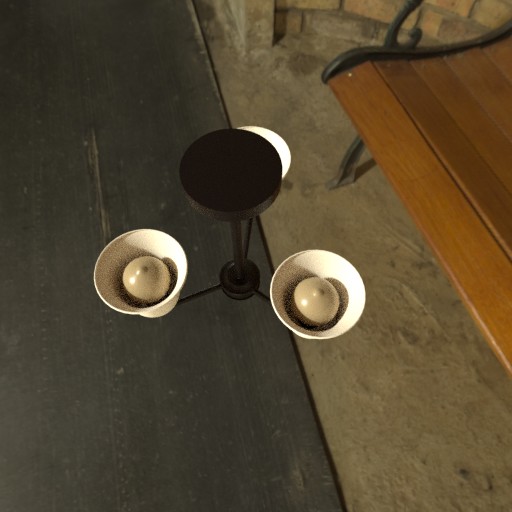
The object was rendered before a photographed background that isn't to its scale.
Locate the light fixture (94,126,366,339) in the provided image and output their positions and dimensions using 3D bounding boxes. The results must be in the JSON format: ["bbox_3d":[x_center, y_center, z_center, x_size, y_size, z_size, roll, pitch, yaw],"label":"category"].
[{"bbox_3d":[0.000,0.000,0.671,0.354,0.370,0.388,35,69,16],"label":"light fixture"}]
